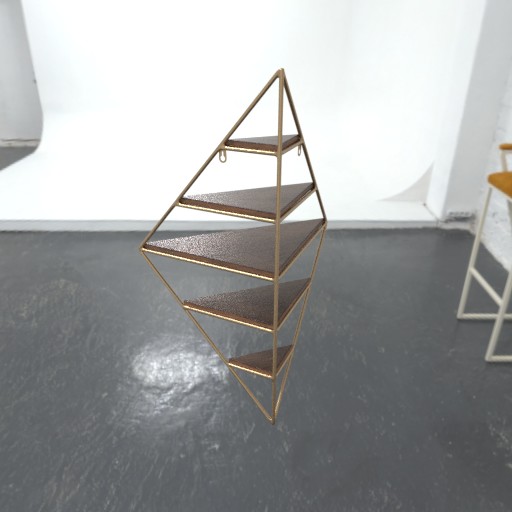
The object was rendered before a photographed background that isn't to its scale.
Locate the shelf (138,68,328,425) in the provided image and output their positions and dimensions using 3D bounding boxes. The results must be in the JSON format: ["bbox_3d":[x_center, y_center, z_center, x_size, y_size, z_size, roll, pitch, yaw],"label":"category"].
[{"bbox_3d":[0.000,0.000,1.148,0.564,0.913,0.294,-9,28,-18],"label":"shelf"}]
